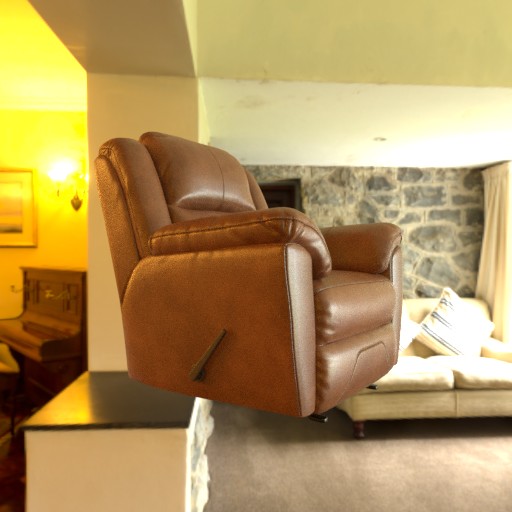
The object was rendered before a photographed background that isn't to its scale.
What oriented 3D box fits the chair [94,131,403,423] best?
[{"bbox_3d":[0.000,0.000,1.895,1.041,1.093,0.990,0,1,37],"label":"chair"}]
